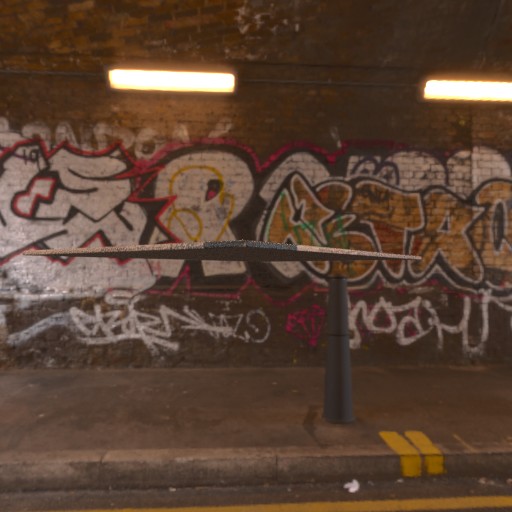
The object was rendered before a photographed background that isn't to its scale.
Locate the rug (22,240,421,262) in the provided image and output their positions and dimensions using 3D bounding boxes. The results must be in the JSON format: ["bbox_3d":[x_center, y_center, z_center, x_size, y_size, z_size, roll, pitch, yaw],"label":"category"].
[{"bbox_3d":[0.000,0.000,2.359,1.238,0.020,1.847,-1,-2,35],"label":"rug"}]
